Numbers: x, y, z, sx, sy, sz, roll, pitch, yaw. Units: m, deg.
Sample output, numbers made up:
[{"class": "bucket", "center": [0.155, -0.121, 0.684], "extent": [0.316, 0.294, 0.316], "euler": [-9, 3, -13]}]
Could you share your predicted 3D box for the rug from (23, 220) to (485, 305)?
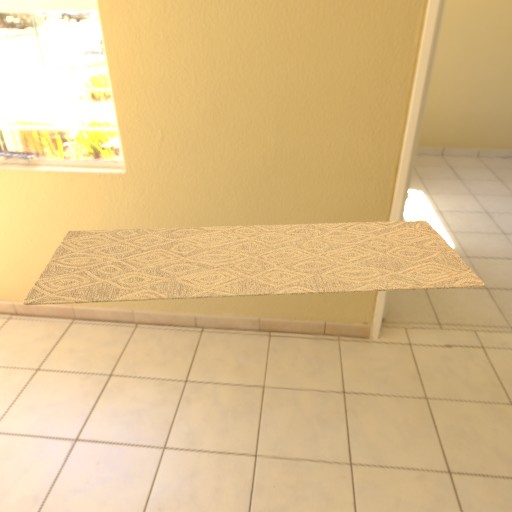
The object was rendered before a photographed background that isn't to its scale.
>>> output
[{"class": "rug", "center": [0.000, 0.000, 2.653], "extent": [2.436, 0.013, 0.807], "euler": [-2, 31, -3]}]
